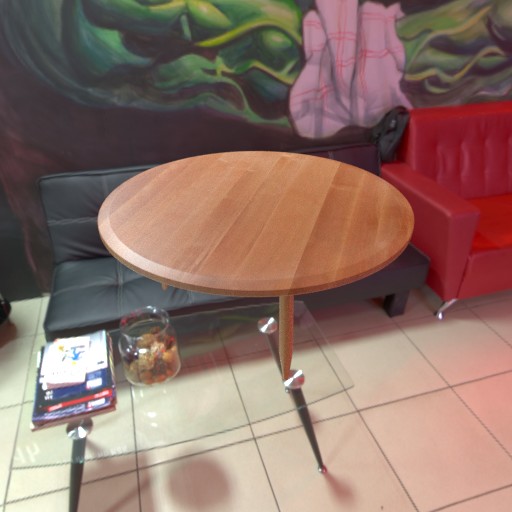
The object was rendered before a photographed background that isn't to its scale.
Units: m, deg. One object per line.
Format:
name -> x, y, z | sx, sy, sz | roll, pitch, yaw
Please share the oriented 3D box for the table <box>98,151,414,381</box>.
table -> 0.000, 0.000, 1.417 | 0.900, 0.400, 0.900 | 0, 32, 0
